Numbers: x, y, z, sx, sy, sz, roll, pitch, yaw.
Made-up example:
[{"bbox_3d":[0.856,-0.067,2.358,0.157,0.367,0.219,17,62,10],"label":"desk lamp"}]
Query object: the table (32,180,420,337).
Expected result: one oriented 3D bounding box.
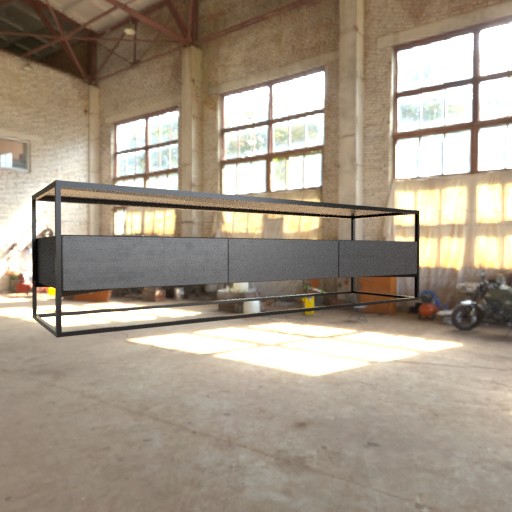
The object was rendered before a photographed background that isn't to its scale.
[{"bbox_3d":[0.000,0.000,1.693,1.486,0.395,0.399,-1,1,-35],"label":"table"}]
